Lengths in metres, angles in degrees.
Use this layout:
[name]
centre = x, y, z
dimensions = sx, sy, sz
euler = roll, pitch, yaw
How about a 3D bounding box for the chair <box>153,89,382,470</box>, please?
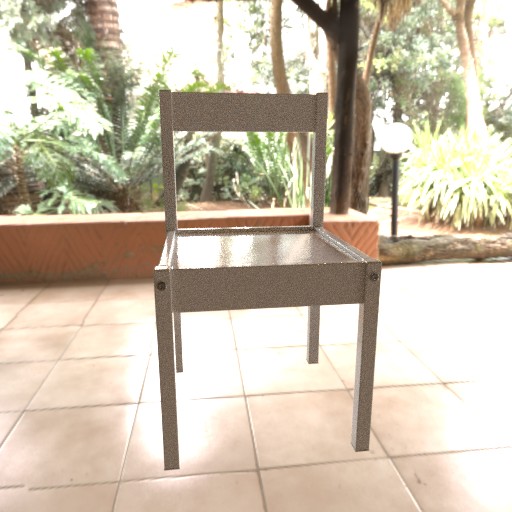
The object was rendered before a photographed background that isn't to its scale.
[chair]
centre = 0.000, 0.000, 0.679
dimensions = 0.285, 0.505, 0.285
euler = -2, 14, -8
